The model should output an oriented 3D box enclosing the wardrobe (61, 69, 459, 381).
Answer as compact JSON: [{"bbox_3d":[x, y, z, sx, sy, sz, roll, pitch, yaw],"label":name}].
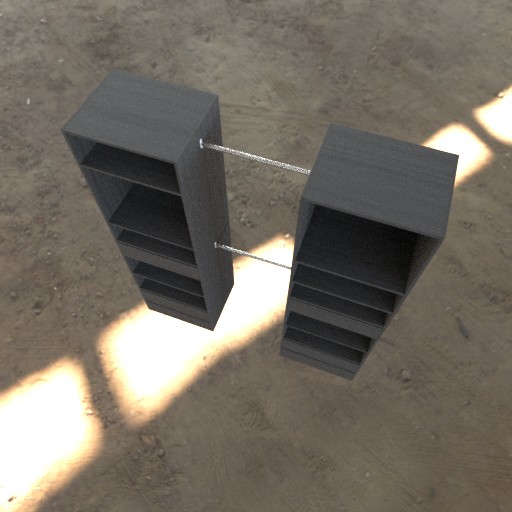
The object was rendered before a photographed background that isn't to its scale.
[{"bbox_3d":[0.000,0.000,2.883,1.770,2.000,0.480,17,60,10],"label":"wardrobe"}]
